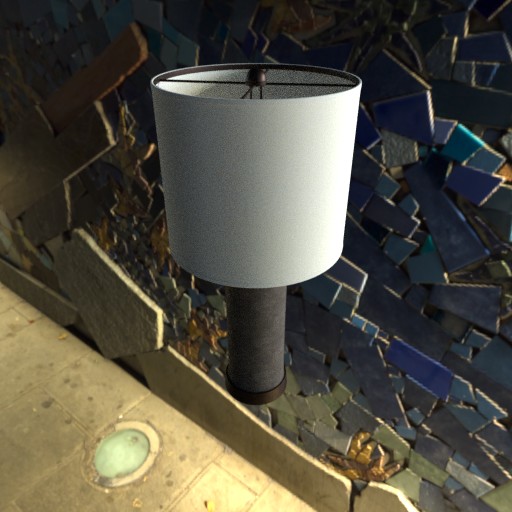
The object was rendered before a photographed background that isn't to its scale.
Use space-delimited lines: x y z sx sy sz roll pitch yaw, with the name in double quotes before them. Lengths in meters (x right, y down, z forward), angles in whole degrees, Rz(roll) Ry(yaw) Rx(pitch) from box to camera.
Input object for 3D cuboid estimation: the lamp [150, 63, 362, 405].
"lamp" 0.000 0.000 0.798 0.301 0.630 0.301 -21 37 -30
